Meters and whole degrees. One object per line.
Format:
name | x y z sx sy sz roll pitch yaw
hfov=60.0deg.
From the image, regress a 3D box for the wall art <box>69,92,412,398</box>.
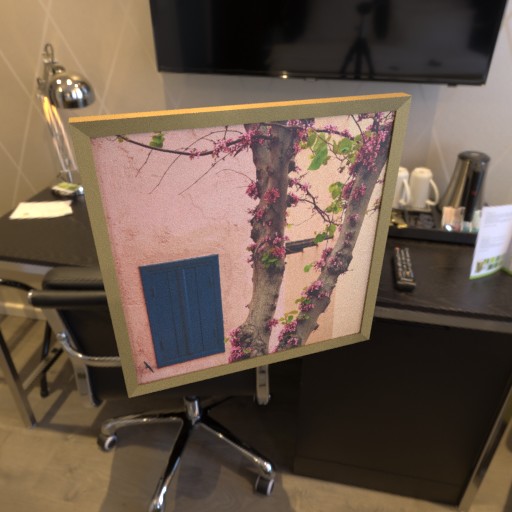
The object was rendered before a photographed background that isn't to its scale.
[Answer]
wall art | 0.000 0.000 1.158 0.762 0.762 0.038 -10 33 -16
